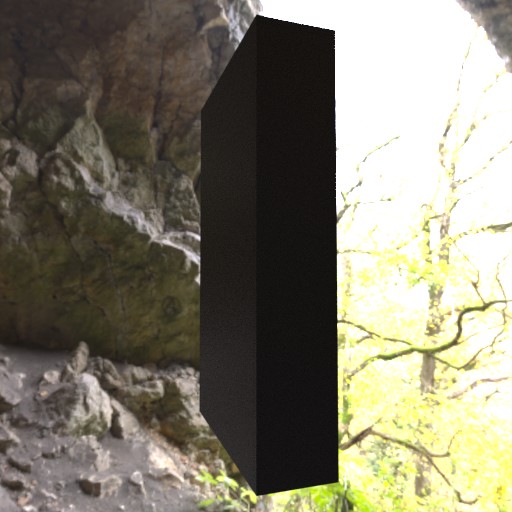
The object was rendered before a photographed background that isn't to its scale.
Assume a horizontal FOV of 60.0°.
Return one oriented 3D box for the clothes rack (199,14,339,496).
[{"bbox_3d":[0.000,0.000,1.570,0.250,1.280,0.750,1,-2,-19],"label":"clothes rack"}]
